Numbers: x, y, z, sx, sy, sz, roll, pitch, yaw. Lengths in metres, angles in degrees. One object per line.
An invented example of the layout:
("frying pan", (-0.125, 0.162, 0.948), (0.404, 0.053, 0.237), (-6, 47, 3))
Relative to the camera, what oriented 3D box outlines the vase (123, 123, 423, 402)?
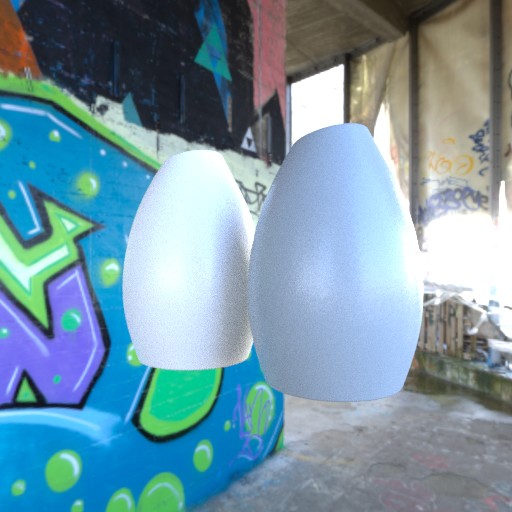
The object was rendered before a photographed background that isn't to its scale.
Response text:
("vase", (0.000, 0.000, 0.260), (0.187, 0.131, 0.089), (0, 0, 35))
